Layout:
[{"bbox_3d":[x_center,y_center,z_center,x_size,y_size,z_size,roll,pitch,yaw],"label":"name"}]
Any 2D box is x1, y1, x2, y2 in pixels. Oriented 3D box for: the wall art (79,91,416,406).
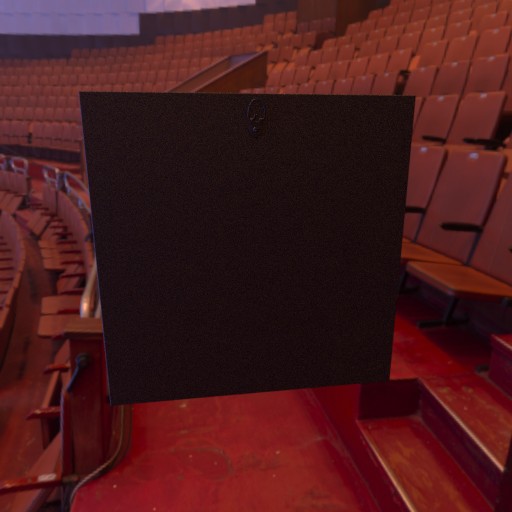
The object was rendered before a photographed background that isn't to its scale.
[{"bbox_3d":[0.000,0.000,1.170,0.805,0.807,0.043,-2,16,-9],"label":"wall art"}]
